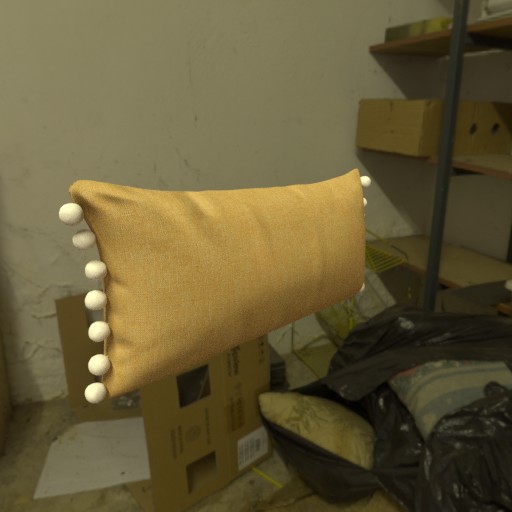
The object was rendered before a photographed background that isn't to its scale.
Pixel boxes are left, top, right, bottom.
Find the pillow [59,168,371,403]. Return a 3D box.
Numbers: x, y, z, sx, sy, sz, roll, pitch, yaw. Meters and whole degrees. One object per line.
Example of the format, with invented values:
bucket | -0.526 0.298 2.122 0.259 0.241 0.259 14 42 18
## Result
pillow | 0.000 0.000 0.830 0.709 0.322 0.201 -14 20 -43
